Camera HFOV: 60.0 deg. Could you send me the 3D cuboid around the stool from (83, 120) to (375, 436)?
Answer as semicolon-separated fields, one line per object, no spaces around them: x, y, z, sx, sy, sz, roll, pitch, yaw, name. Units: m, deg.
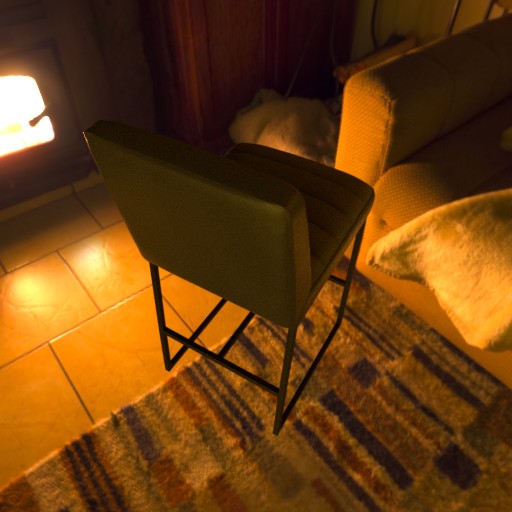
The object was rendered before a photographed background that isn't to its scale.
0.000;0.000;1.237;0.457;0.938;0.552;24;51;21;stool
